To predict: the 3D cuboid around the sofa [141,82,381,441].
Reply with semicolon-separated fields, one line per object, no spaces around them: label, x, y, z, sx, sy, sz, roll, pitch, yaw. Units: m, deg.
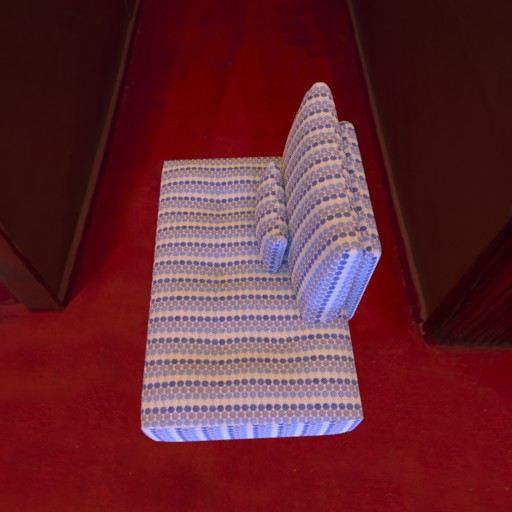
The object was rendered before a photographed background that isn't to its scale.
sofa;0.000;0.000;2.026;1.000;0.820;1.450;-2;59;-1
